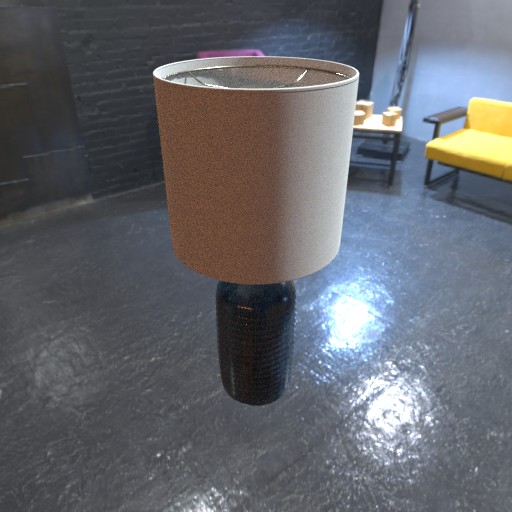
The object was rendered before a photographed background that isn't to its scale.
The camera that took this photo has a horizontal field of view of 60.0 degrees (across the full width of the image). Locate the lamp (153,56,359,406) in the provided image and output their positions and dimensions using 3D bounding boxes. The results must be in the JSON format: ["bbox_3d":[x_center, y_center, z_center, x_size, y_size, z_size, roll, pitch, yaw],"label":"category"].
[{"bbox_3d":[0.000,0.000,0.606,0.220,0.475,0.220,-22,38,-32],"label":"lamp"}]
